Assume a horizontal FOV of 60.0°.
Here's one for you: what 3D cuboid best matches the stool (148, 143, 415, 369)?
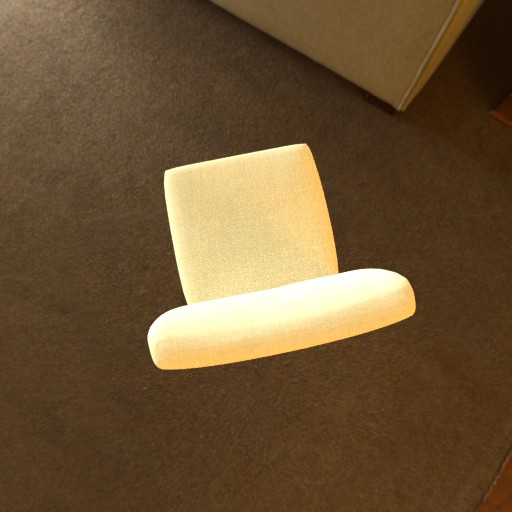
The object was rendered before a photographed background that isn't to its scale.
[{"bbox_3d":[0.000,0.000,1.330,0.514,0.972,0.603,-12,76,-3],"label":"stool"}]
